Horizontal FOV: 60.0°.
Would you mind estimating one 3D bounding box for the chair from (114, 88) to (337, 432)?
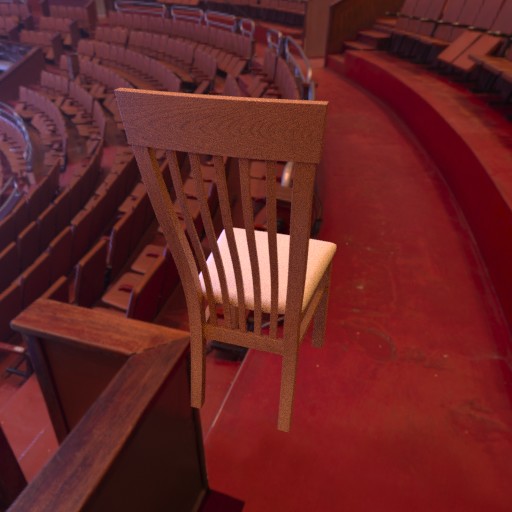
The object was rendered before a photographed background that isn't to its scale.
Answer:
[{"bbox_3d":[0.000,0.000,1.369,0.450,1.050,0.580,9,32,15],"label":"chair"}]
